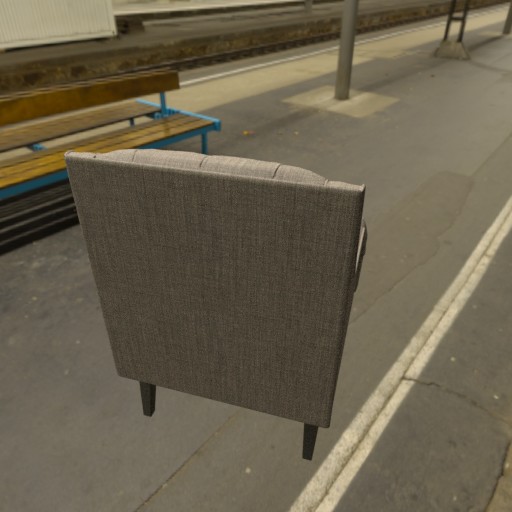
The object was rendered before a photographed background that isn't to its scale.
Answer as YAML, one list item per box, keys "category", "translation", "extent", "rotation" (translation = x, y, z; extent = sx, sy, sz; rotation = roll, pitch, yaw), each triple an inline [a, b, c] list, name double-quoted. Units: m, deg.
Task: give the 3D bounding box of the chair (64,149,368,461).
- category: "chair"
  translation: [0.000, 0.000, 1.402]
  extent: [0.655, 0.891, 0.771]
  rotation: [9, 34, 14]
